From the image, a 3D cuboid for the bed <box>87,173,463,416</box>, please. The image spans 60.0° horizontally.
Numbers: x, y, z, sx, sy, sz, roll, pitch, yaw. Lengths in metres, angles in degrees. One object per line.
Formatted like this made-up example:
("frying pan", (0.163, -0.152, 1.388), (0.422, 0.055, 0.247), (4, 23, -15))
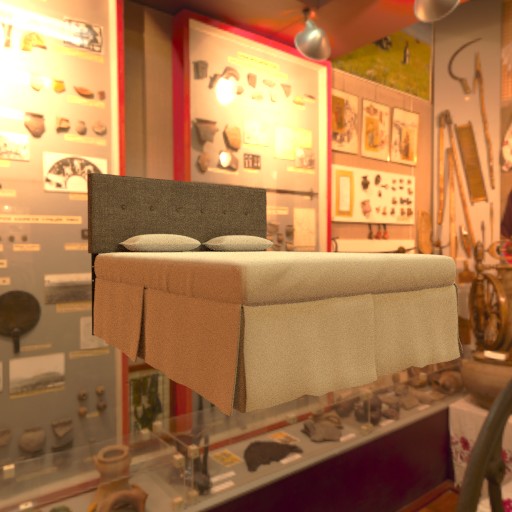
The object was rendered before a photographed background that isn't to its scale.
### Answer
("bed", (0.000, 0.000, 2.877), (1.621, 1.168, 1.958), (-1, 2, -36))
